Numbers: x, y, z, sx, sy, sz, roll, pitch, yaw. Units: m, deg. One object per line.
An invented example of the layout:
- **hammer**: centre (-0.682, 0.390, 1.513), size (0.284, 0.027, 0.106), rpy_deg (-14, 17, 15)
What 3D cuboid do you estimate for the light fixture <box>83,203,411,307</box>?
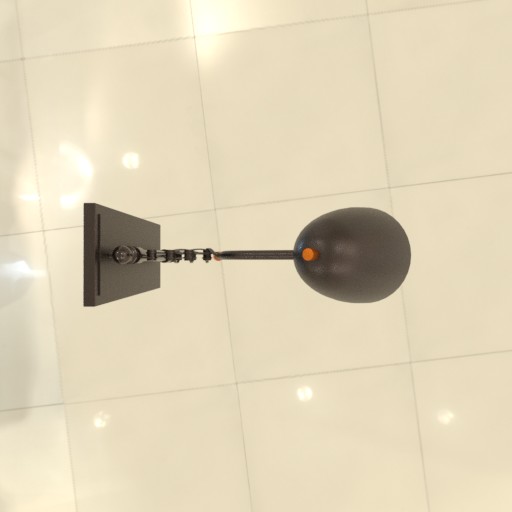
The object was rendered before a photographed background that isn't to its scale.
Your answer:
- **light fixture**: centre (0.000, 0.000, 0.943), size (0.499, 0.715, 0.162), rpy_deg (0, 90, 1)
